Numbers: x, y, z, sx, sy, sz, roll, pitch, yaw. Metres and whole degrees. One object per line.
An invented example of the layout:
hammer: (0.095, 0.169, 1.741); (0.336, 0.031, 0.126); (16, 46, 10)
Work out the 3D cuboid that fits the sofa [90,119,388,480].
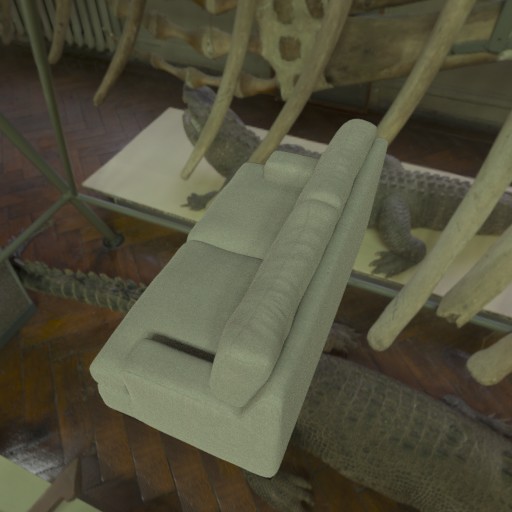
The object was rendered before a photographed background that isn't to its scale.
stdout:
sofa: (0.000, 0.000, 2.426); (0.962, 0.980, 1.855); (17, 49, 16)
